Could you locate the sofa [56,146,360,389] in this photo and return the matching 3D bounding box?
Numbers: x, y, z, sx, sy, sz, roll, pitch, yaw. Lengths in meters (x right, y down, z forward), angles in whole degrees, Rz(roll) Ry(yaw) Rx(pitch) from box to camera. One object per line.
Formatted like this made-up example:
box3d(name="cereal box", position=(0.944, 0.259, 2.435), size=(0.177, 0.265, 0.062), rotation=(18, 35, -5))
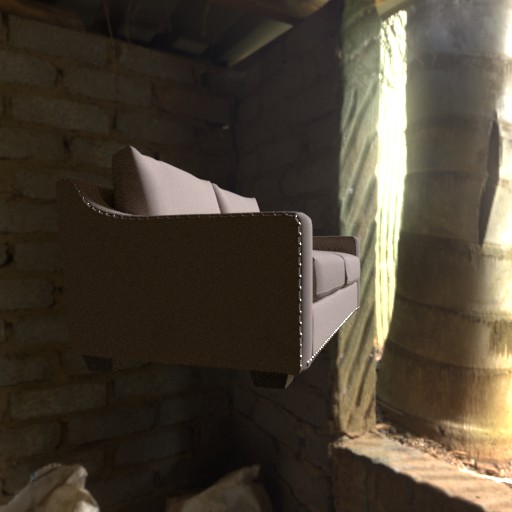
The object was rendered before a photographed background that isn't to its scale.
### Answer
box3d(name="sofa", position=(0.000, 0.000, 2.519), size=(1.030, 0.901, 1.967), rotation=(0, 0, 18))
